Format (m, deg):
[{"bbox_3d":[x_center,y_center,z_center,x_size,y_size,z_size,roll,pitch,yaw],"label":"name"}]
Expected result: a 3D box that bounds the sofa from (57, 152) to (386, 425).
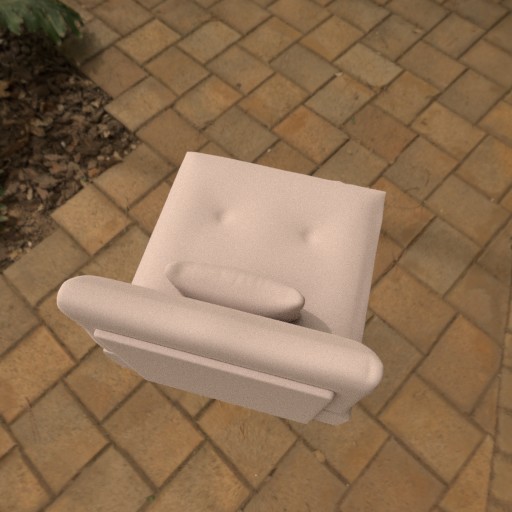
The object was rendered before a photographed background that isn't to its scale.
[{"bbox_3d":[0.000,0.000,1.696,0.935,0.828,1.000,13,64,6],"label":"sofa"}]
